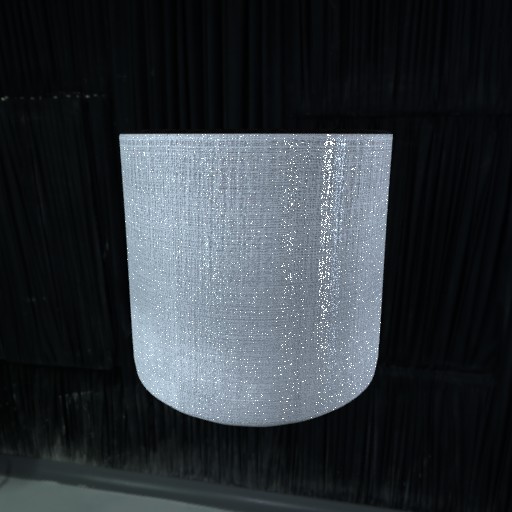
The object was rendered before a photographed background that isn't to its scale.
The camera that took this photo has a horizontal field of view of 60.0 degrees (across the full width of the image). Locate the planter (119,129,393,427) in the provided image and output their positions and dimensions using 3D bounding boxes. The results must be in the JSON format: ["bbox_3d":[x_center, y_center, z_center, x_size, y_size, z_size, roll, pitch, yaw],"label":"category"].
[{"bbox_3d":[0.000,0.000,0.286,0.160,0.156,0.160,0,15,0],"label":"planter"}]
